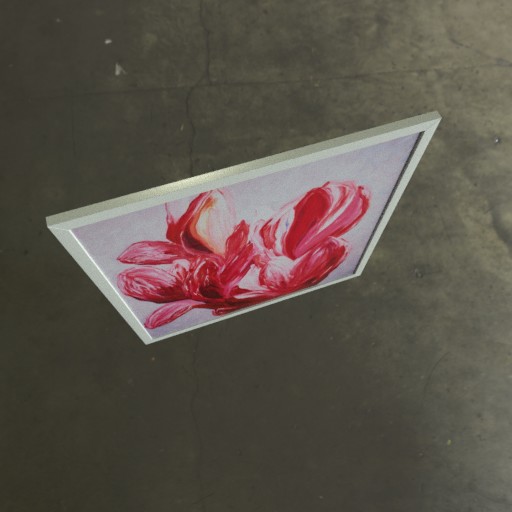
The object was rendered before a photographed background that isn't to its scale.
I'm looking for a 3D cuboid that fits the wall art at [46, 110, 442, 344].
[{"bbox_3d":[0.000,0.000,1.223,0.805,0.803,0.022,-17,65,-8],"label":"wall art"}]
